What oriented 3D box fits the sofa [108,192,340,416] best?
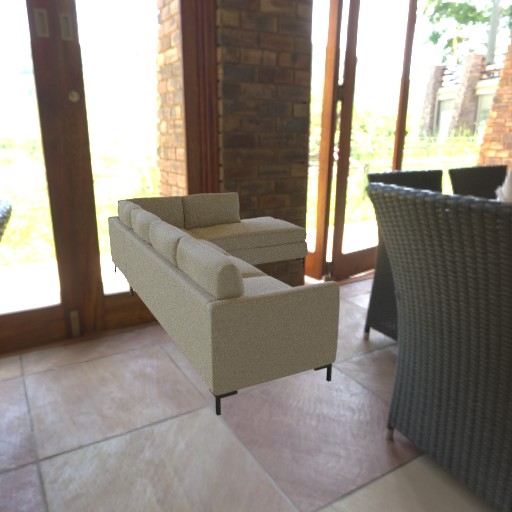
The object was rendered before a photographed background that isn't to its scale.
[{"bbox_3d":[0.000,0.000,3.894,2.007,0.815,2.949,-8,17,-26],"label":"sofa"}]
